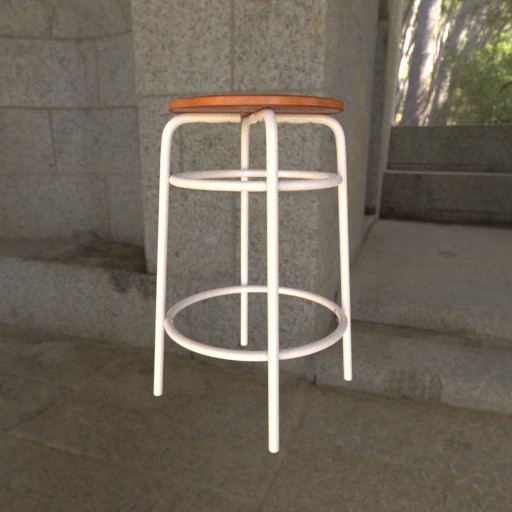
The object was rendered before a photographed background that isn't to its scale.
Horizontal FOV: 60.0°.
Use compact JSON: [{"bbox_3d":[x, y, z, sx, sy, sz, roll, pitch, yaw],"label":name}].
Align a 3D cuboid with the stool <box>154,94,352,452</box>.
[{"bbox_3d":[0.000,0.000,0.933,0.455,0.610,0.455,-2,14,-8],"label":"stool"}]
